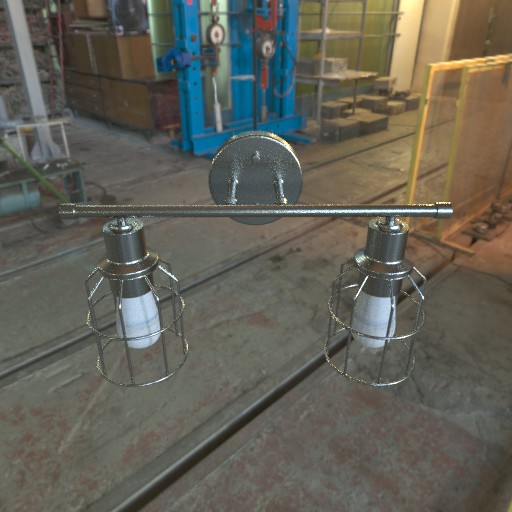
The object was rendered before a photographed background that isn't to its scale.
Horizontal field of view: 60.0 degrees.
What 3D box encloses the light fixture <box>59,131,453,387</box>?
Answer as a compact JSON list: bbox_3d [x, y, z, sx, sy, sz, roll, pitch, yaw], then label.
[{"bbox_3d":[0.000,0.000,0.522,0.406,0.254,0.165,0,29,0],"label":"light fixture"}]
